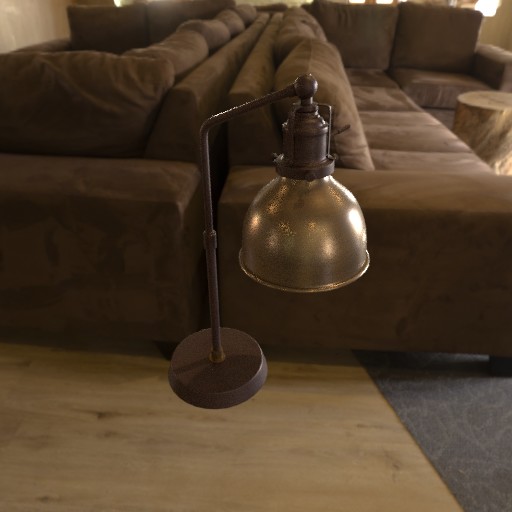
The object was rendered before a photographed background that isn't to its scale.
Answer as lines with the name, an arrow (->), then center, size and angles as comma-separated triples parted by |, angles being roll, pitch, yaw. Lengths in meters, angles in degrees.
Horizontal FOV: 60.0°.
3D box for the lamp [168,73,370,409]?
lamp -> 0.000, 0.000, 0.604 | 0.298, 0.469, 0.175 | 11, 33, 17
